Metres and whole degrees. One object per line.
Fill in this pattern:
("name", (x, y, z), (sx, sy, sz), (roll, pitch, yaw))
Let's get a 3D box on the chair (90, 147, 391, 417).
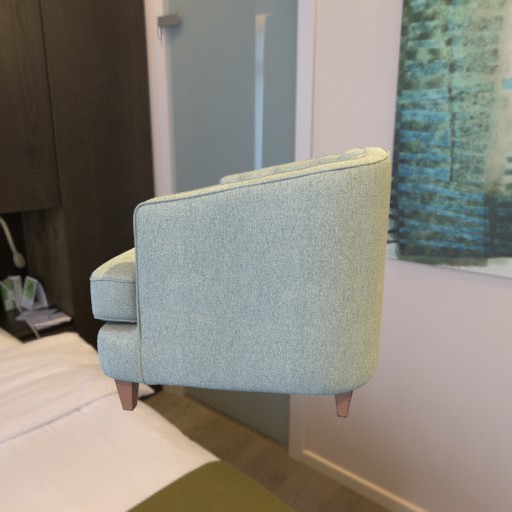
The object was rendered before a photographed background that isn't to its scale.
("chair", (0.000, 0.000, 1.785), (0.945, 0.852, 1.094), (2, 14, 9))
